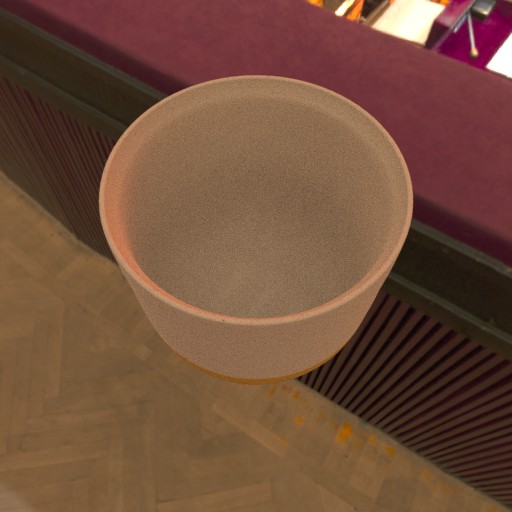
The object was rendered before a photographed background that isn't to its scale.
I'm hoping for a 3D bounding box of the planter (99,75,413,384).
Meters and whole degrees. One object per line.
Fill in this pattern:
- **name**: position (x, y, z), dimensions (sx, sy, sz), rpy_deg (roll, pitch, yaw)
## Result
- **planter**: position (0.000, 0.000, 0.496), dimensions (0.268, 0.270, 0.268), rpy_deg (0, 60, 0)
